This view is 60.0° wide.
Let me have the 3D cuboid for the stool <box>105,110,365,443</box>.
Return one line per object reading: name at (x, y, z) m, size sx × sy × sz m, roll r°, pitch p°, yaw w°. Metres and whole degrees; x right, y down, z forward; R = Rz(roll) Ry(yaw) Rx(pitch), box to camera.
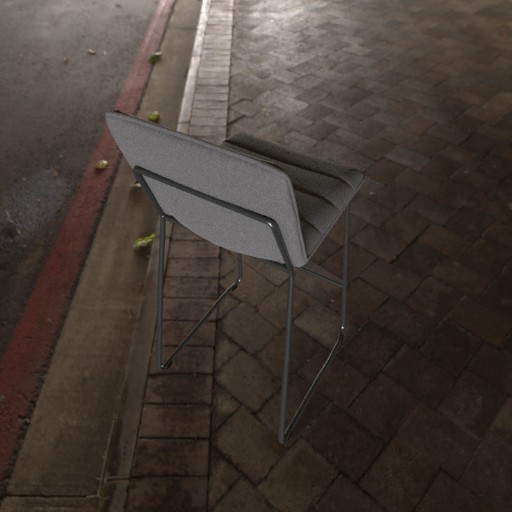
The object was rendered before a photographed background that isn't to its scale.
stool at (0.000, 0.000, 1.212) m, size 0.490 × 0.960 × 0.490 m, roll 23°, pitch 50°, yaw 21°
